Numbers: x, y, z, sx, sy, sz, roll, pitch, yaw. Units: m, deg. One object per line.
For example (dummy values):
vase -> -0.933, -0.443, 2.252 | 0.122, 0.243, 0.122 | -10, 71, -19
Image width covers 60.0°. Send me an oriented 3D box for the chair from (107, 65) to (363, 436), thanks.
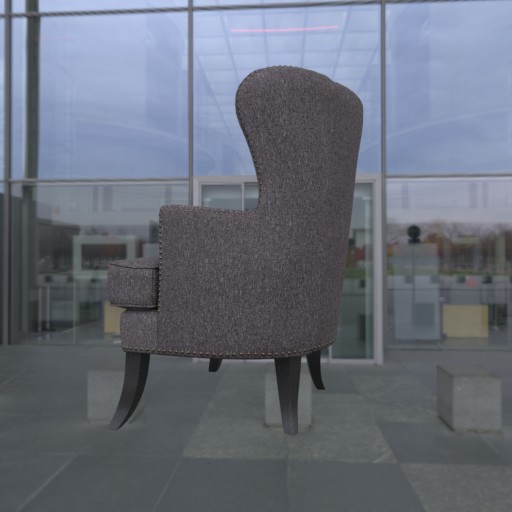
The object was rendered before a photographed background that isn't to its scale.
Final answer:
chair -> 0.000, 0.000, 1.602 | 0.758, 1.060, 0.759 | 0, -1, 19
